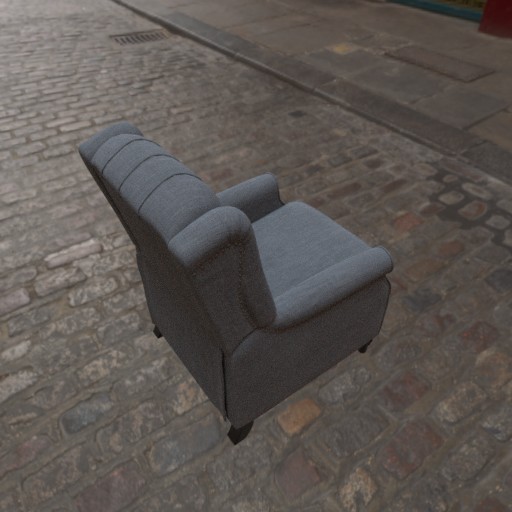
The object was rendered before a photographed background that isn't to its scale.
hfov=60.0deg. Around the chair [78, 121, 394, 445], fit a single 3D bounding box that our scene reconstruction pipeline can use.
[{"bbox_3d":[0.000,0.000,1.645,0.898,1.035,0.742,-26,47,-27],"label":"chair"}]
